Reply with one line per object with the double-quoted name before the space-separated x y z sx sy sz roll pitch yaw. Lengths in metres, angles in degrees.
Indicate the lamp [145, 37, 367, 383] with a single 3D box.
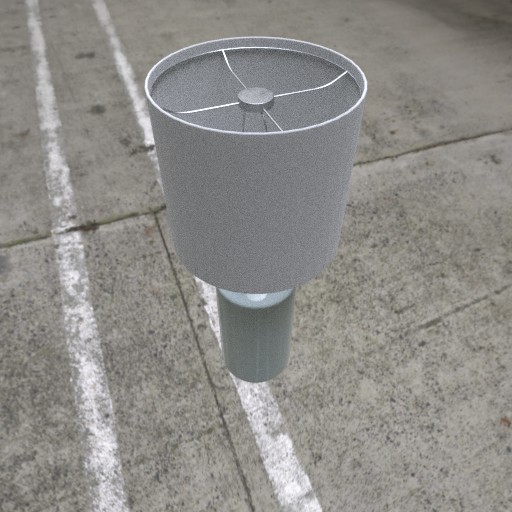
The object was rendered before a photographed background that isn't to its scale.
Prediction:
"lamp" 0.000 0.000 0.603 0.212 0.493 0.212 -16 48 -15
